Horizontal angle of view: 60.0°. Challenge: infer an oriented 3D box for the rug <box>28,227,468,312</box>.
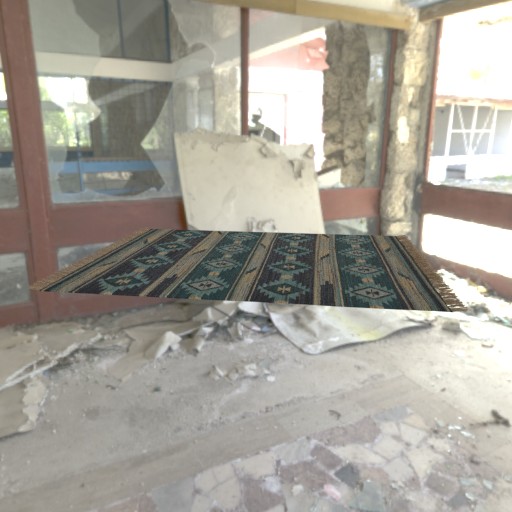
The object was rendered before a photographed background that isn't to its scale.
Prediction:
[{"bbox_3d":[0.000,0.000,4.391,3.307,0.047,2.418,2,15,8],"label":"rug"}]
